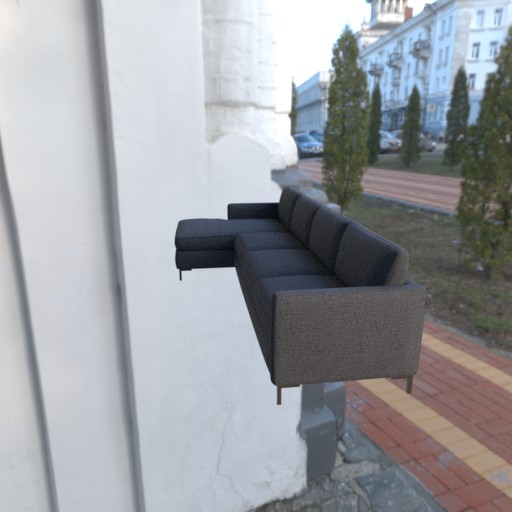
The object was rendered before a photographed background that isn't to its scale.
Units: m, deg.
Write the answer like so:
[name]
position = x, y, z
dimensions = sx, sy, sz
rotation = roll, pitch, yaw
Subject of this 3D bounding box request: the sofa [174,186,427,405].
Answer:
[sofa]
position = 0.000, 0.000, 2.968
dimensions = 1.125, 0.673, 2.445
rotation = -2, 16, -8
